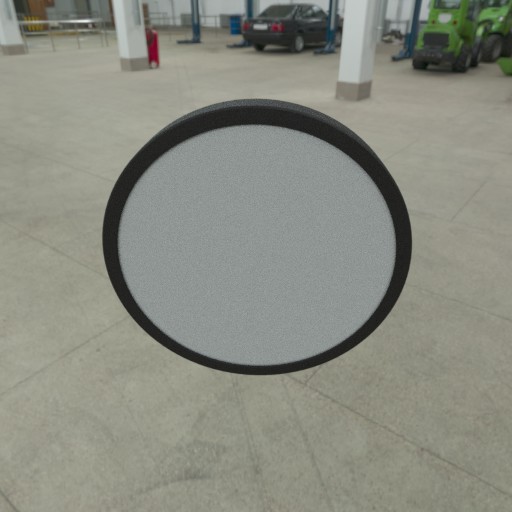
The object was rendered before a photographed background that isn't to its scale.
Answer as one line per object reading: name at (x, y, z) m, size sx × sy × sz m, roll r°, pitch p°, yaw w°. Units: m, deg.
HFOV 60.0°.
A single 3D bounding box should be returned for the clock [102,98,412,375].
clock at (0.000, 0.000, 0.438) m, size 0.293 × 0.293 × 0.040 m, roll 1°, pitch 30°, yaw 2°
